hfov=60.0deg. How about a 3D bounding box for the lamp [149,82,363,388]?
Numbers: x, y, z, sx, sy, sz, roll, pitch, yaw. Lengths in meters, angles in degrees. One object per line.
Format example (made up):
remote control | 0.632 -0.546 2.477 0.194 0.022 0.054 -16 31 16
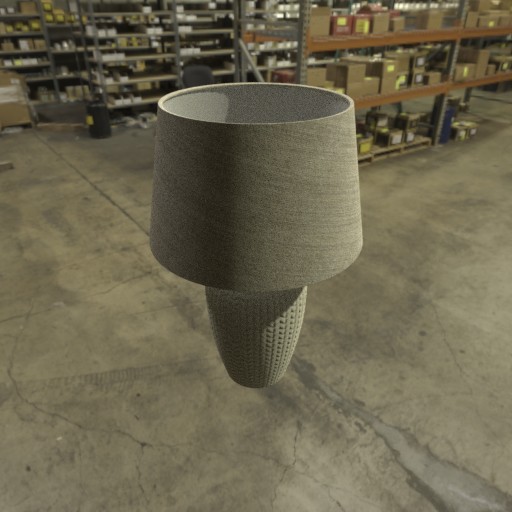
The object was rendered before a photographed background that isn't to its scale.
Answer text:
lamp | 0.000 0.000 0.854 0.390 0.580 0.390 0 31 0
